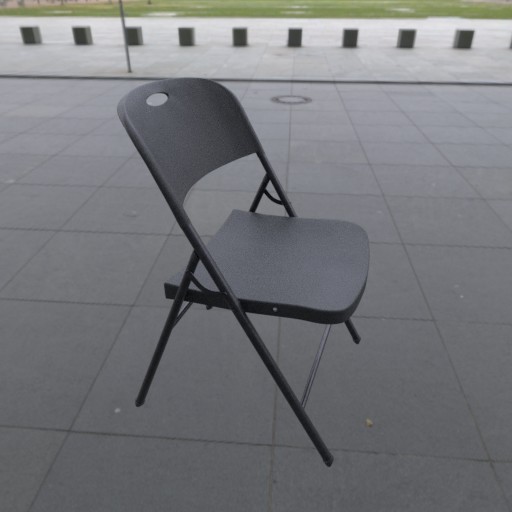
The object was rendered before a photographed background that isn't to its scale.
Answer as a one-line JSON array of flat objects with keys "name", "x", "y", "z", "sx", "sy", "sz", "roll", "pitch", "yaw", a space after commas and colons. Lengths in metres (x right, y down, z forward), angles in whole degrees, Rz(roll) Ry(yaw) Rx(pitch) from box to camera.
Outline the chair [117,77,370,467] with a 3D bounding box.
[{"name": "chair", "x": 0.000, "y": 0.000, "z": 1.145, "sx": 0.567, "sy": 0.810, "sz": 0.494, "roll": 10, "pitch": 33, "yaw": 17}]
